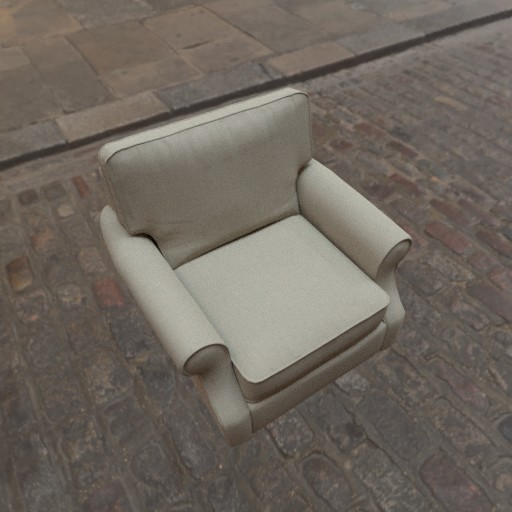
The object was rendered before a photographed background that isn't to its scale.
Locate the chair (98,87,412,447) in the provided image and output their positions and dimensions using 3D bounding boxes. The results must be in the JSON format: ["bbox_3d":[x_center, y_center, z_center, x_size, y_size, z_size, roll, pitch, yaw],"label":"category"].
[{"bbox_3d":[0.000,0.000,1.798,1.029,0.967,0.966,-25,52,-22],"label":"chair"}]
